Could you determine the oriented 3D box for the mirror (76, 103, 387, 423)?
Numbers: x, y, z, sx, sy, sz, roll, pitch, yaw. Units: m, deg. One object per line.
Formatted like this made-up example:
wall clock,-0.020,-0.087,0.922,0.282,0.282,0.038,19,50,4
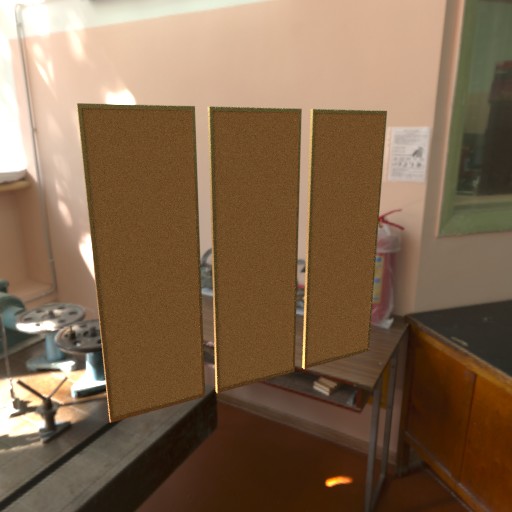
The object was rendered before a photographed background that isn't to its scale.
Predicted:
mirror,0.000,0.000,1.460,1.011,0.926,0.023,-8,18,-26
